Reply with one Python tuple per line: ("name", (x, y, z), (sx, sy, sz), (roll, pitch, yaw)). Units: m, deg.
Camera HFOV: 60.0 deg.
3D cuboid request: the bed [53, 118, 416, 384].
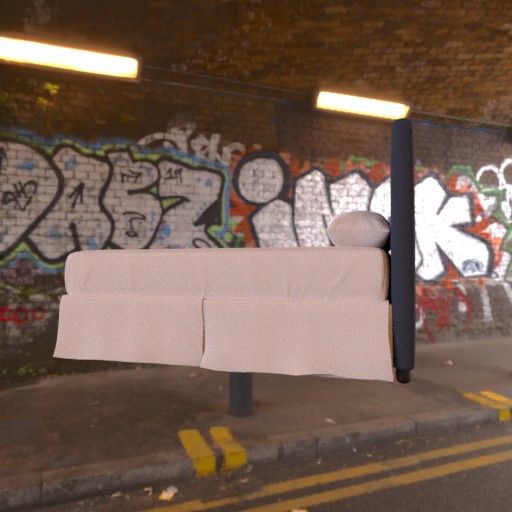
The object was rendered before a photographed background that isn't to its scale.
("bed", (0.000, 0.000, 3.237), (2.162, 1.330, 1.713), (0, -1, 18))
